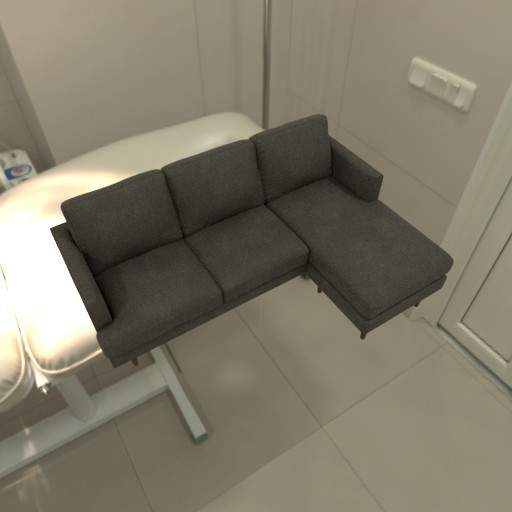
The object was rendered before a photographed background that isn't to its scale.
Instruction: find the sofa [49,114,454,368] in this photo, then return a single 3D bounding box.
[{"bbox_3d":[0.000,0.000,2.974,2.233,0.956,1.504,-25,52,-21],"label":"sofa"}]
